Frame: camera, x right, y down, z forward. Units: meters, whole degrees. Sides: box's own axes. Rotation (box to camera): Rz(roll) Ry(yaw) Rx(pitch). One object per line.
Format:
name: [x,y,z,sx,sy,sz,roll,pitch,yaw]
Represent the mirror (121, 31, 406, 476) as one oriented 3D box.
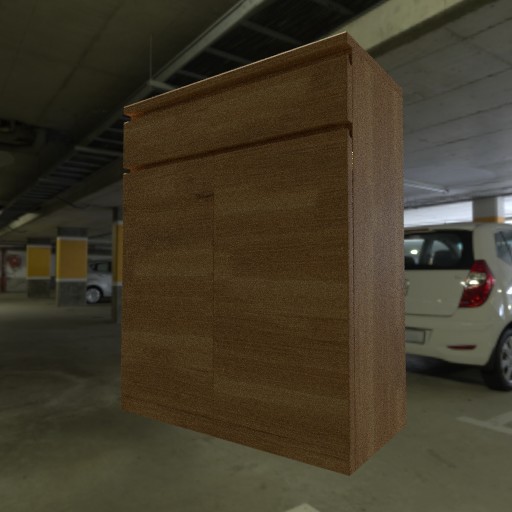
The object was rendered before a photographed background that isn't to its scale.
mirror: [0.000,0.000,1.390,0.800,1.000,0.400,-1,-2,36]
